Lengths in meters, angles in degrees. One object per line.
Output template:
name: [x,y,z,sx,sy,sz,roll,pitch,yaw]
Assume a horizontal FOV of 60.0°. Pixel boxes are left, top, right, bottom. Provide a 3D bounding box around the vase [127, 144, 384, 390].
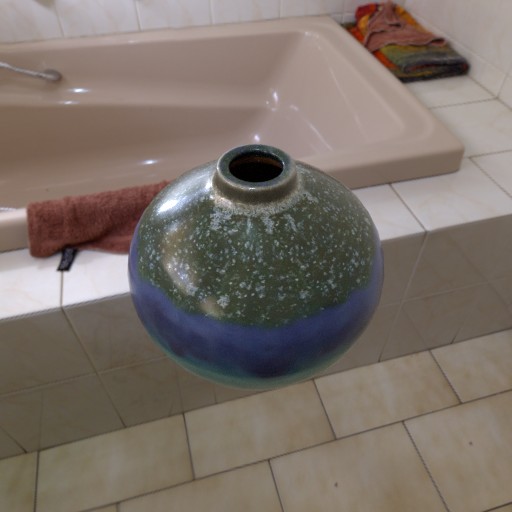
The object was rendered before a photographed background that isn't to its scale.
vase: [0.000,0.000,0.270,0.154,0.133,0.154,0,47,0]
